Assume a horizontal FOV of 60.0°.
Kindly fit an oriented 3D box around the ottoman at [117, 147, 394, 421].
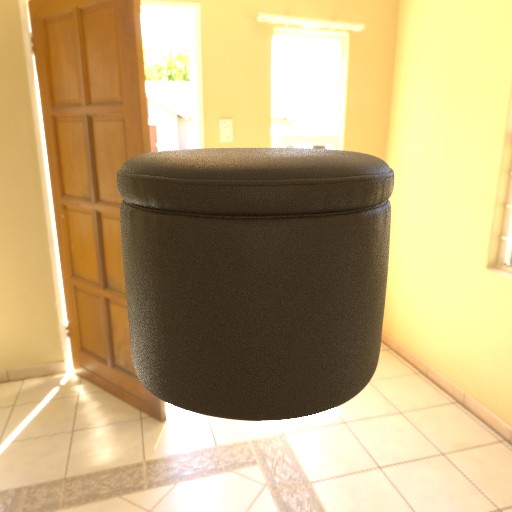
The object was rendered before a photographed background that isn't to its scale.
[{"bbox_3d":[0.000,0.000,0.870,0.500,0.409,0.500,0,15,0],"label":"ottoman"}]
